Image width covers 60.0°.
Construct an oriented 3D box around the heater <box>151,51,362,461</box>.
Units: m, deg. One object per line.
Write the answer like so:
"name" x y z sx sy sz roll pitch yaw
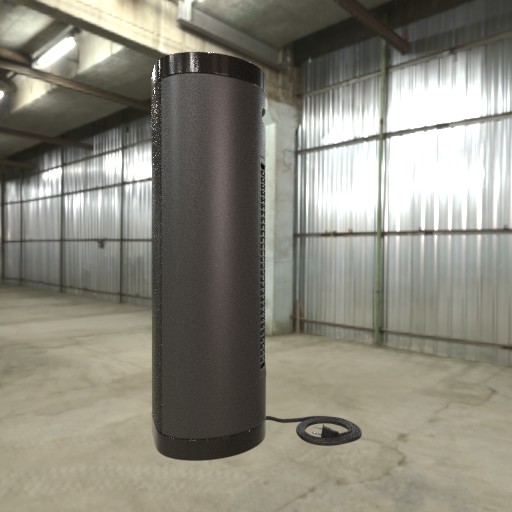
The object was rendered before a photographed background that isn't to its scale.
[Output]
"heater" 0.000 0.000 0.694 0.312 0.552 0.174 0 0 -18
